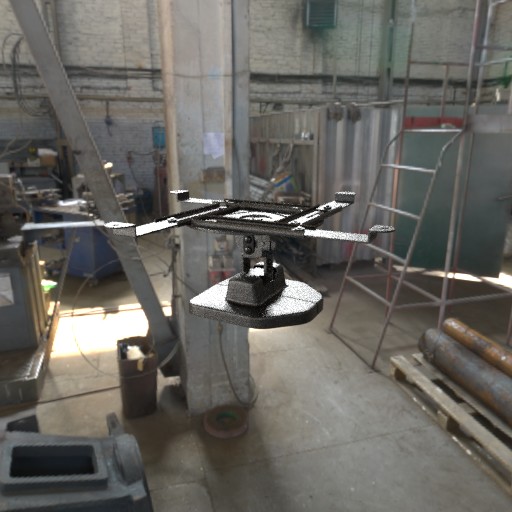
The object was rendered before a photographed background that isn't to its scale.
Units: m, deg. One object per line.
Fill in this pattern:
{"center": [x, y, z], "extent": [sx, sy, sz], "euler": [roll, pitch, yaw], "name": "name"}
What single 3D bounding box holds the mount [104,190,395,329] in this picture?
{"center": [0.000, 0.000, 0.616], "extent": [0.394, 0.141, 0.394], "euler": [8, 17, 27], "name": "mount"}
